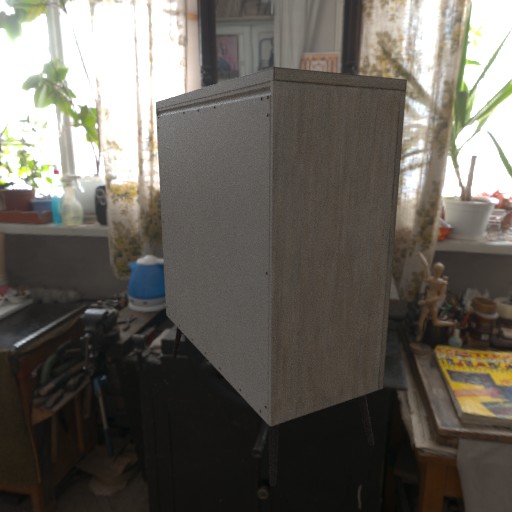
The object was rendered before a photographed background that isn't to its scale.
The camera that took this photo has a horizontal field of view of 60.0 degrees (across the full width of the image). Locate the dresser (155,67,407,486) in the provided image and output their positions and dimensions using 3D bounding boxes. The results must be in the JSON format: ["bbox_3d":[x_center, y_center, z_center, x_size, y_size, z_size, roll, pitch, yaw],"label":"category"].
[{"bbox_3d":[0.000,0.000,1.756,0.457,1.219,1.016,-7,16,-28],"label":"dresser"}]
